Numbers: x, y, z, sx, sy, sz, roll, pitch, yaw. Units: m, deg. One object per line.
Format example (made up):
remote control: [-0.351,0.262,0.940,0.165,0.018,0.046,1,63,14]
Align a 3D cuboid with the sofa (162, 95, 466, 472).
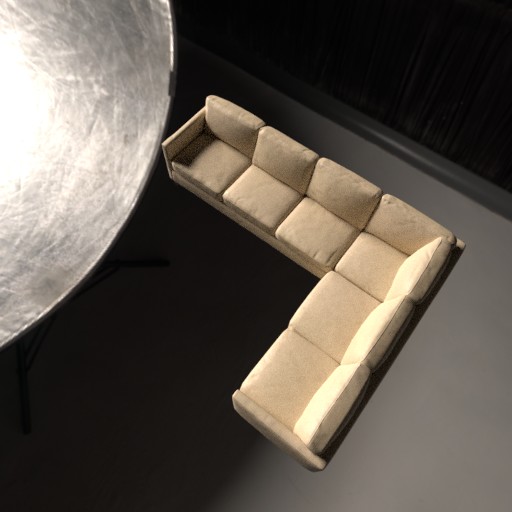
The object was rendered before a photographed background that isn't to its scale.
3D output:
sofa: [0.000,0.000,4.550,3.302,0.947,2.593,35,67,17]
